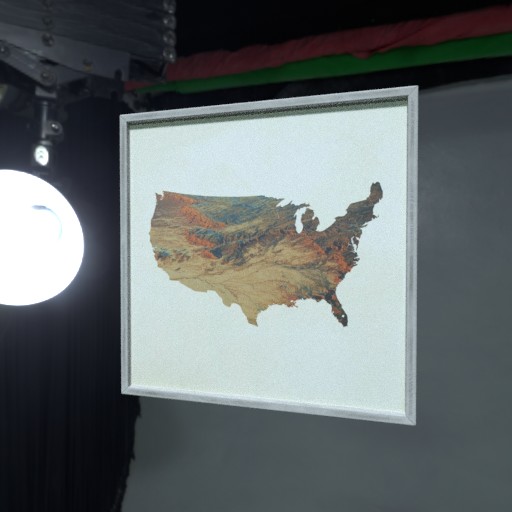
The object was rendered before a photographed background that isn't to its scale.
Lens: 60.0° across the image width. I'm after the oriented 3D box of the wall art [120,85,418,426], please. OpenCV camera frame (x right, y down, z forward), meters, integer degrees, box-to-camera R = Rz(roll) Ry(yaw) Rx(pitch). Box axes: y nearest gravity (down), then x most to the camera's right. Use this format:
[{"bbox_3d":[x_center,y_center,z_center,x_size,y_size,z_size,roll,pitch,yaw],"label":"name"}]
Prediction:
[{"bbox_3d":[0.000,0.000,0.444,0.303,0.303,0.015,0,1,17],"label":"wall art"}]
